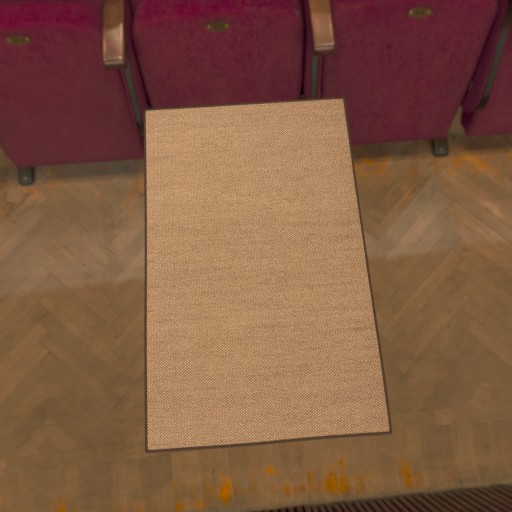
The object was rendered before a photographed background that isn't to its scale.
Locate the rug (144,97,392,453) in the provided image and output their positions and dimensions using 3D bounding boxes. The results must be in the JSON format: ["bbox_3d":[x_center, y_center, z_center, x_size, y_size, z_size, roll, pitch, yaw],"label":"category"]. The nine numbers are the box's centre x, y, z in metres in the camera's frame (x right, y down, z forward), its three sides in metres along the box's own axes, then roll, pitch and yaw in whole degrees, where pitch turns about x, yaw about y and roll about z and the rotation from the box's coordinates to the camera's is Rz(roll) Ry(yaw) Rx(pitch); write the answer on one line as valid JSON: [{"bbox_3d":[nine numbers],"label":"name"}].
[{"bbox_3d":[0.000,0.000,2.116,1.067,0.013,1.676,-4,75,-1],"label":"rug"}]
